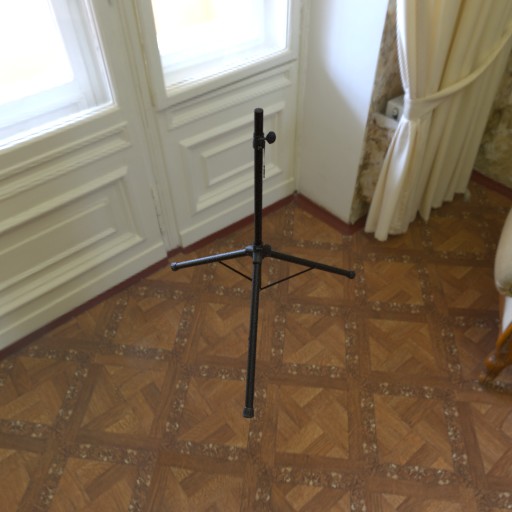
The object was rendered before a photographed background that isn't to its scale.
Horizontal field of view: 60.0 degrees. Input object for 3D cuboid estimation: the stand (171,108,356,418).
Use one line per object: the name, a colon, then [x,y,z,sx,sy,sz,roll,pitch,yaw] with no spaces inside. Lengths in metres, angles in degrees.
stand: [0.000,0.000,1.837,1.045,1.136,0.907,4,46,4]
